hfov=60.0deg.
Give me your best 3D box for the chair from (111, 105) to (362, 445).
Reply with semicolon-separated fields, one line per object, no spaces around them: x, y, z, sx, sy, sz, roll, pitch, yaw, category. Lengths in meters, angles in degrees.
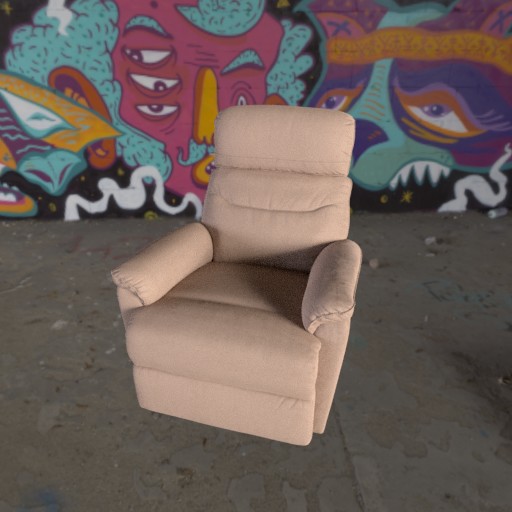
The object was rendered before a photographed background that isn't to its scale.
0.000;0.000;1.752;0.820;1.037;1.004;7;27;15;chair
